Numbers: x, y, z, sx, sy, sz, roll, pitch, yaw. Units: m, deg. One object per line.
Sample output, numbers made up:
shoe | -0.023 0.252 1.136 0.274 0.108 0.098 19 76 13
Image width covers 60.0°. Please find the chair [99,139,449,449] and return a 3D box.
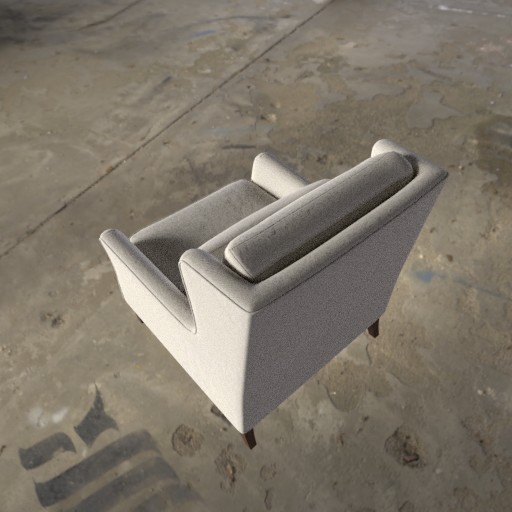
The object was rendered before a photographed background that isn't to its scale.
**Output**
chair | 0.000 0.000 1.945 0.982 1.056 1.040 -32 54 -27
